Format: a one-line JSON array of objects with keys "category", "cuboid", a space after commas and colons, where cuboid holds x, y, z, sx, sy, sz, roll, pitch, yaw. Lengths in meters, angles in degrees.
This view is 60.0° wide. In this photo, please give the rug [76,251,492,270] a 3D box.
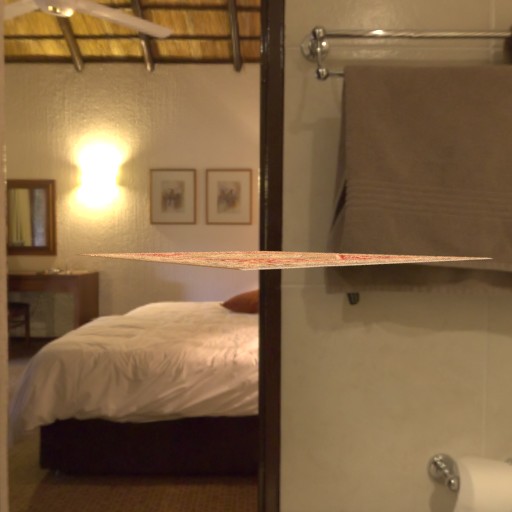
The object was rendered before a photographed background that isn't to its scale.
[{"category": "rug", "cuboid": [0.000, 0.000, 4.119, 2.451, 0.008, 3.143, -1, 2, -36]}]
